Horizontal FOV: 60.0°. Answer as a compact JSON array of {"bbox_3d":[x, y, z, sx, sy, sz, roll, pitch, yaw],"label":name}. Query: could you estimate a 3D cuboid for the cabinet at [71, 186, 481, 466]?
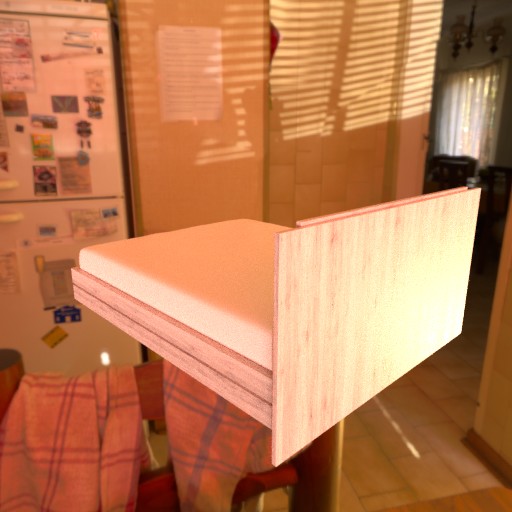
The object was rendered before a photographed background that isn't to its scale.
[{"bbox_3d":[0.000,0.000,2.937,1.750,0.970,2.080,-15,22,-41],"label":"cabinet"}]
